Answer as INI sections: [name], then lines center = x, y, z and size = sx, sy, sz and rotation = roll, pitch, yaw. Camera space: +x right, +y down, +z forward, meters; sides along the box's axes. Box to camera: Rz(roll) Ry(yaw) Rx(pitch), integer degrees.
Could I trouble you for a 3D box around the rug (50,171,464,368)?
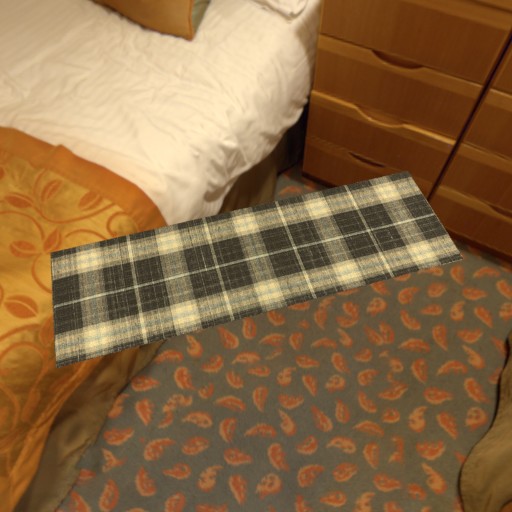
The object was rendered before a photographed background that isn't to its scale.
[rug]
center = 0.000, 0.000, 2.726
size = 2.434, 0.012, 0.760
rotation = -14, 59, -9
